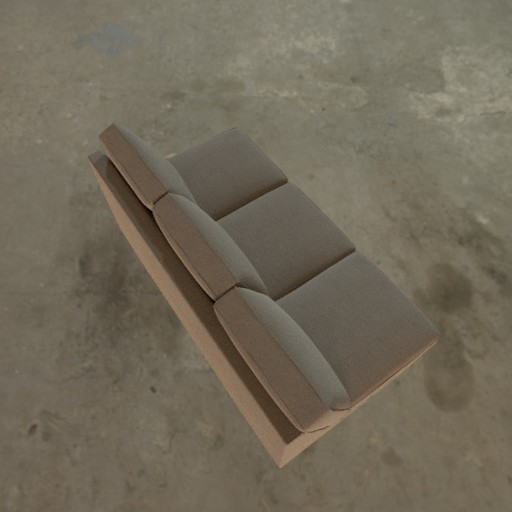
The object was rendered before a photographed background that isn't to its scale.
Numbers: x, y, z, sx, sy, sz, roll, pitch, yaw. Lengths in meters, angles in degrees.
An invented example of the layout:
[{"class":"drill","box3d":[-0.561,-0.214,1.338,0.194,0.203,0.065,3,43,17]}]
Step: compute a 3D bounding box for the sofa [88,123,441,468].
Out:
[{"class":"sofa","box3d":[0.000,0.000,2.744,1.127,1.036,2.092,-31,62,-18]}]
